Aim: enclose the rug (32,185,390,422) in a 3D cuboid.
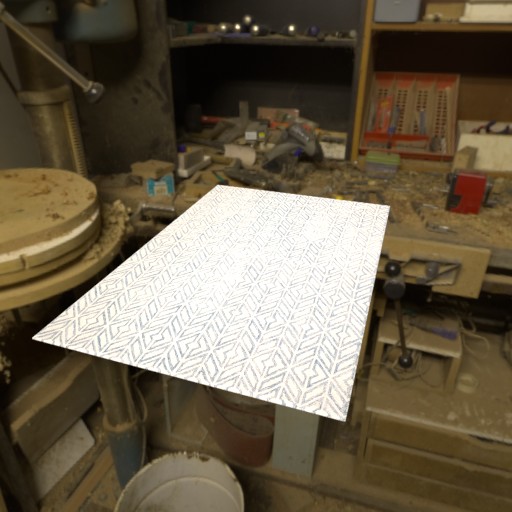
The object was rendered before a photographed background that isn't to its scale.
[{"bbox_3d":[0.000,0.000,2.311,1.220,0.008,1.824,10,31,17],"label":"rug"}]
